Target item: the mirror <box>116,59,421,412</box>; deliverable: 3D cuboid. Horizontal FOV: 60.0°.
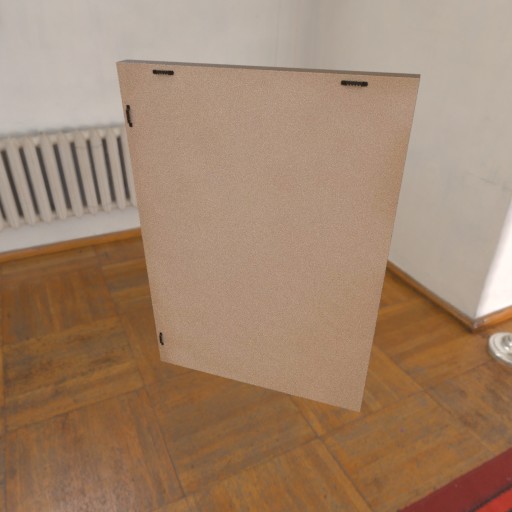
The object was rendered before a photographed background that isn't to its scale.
[{"bbox_3d":[0.000,0.000,0.900,0.507,0.710,0.040,10,32,16],"label":"mirror"}]
